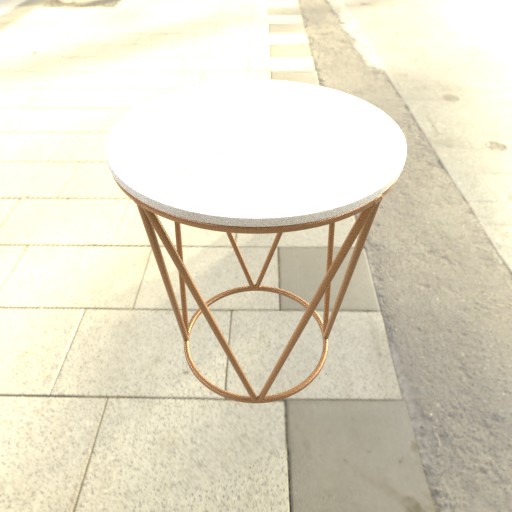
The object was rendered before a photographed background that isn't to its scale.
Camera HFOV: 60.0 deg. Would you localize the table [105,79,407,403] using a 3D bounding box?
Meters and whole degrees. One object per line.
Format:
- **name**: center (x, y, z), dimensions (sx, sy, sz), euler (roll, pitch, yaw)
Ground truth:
- **table**: center (0.000, 0.000, 0.942), dimensions (0.500, 0.564, 0.500), euler (0, 41, 0)
